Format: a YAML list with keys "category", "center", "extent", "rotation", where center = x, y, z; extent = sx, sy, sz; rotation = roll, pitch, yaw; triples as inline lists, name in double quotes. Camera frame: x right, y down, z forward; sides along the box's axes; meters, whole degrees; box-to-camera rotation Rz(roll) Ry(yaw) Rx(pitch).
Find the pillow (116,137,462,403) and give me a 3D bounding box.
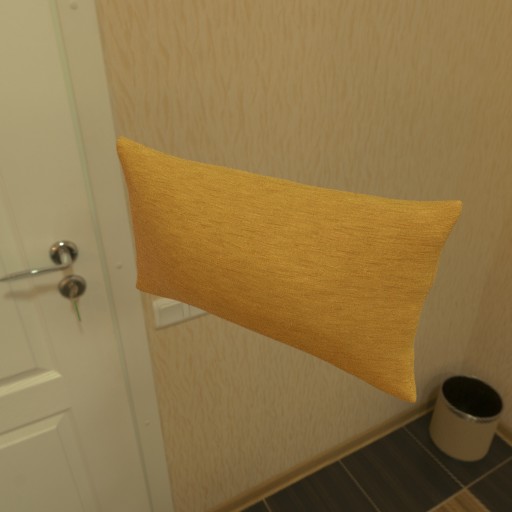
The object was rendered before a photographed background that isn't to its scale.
- category: "pillow"
  center: [0.000, 0.000, 0.797]
  extent: [0.634, 0.354, 0.210]
  rotation: [17, 34, 28]
